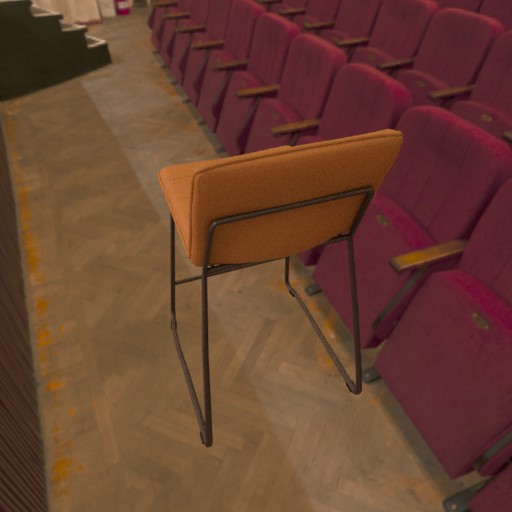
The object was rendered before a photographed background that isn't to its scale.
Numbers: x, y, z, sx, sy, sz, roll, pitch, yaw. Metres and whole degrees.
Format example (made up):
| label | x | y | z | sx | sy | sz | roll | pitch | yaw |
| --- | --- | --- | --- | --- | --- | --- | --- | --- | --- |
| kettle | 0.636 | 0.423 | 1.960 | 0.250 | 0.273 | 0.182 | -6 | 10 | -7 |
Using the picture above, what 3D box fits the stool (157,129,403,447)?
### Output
| label | x | y | z | sx | sy | sz | roll | pitch | yaw |
| --- | --- | --- | --- | --- | --- | --- | --- | --- | --- |
| stool | 0.000 | 0.000 | 1.179 | 0.489 | 0.866 | 0.524 | -14 | 43 | -15 |
